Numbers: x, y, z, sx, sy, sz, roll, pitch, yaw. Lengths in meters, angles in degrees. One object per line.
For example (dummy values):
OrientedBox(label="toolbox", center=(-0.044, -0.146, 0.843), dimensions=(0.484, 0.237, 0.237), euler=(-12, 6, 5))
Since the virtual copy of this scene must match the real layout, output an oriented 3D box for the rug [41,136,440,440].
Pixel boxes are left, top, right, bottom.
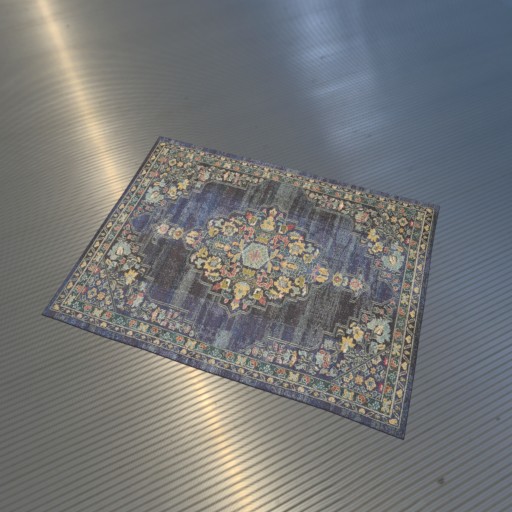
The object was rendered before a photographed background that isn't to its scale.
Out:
OrientedBox(label="rug", center=(0.000, 0.000, 4.790), dimensions=(3.612, 0.035, 2.716), euler=(16, 59, 10))
